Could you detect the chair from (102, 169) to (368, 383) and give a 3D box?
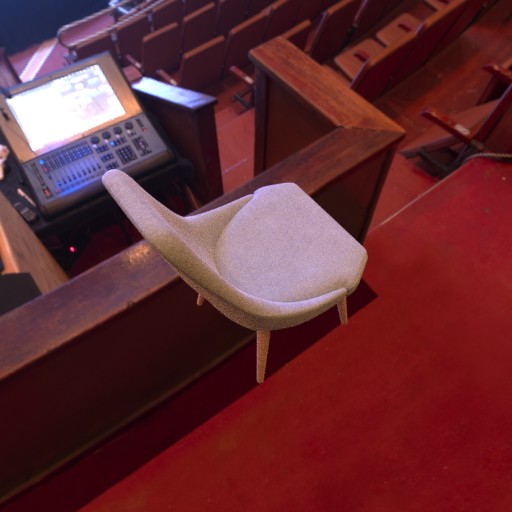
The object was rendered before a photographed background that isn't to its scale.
[{"bbox_3d":[0.000,0.000,1.409,0.660,1.040,0.510,-34,64,-19],"label":"chair"}]
